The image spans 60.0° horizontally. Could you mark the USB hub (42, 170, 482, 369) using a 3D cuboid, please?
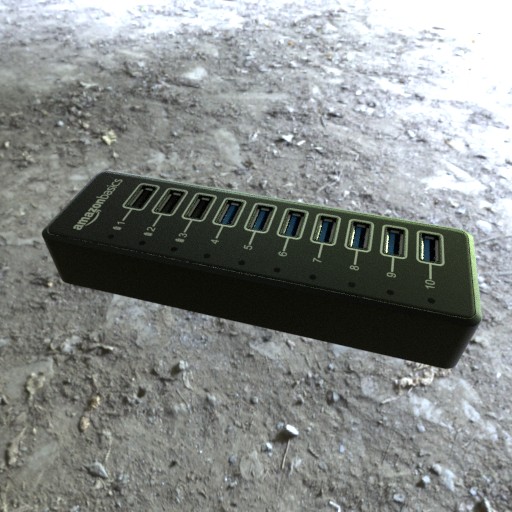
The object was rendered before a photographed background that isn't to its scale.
[{"bbox_3d":[0.000,0.000,0.161,0.145,0.023,0.044,11,45,11],"label":"USB hub"}]
